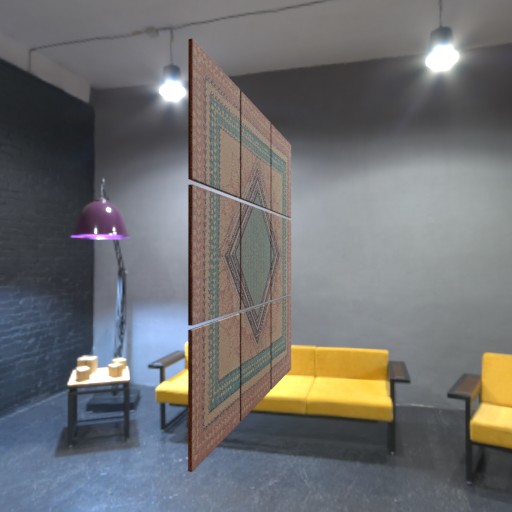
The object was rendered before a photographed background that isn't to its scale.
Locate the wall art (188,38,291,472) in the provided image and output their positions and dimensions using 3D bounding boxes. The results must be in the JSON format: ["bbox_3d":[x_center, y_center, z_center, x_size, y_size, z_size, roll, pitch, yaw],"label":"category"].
[{"bbox_3d":[0.000,0.000,1.819,0.013,1.213,1.215,0,0,18],"label":"wall art"}]
